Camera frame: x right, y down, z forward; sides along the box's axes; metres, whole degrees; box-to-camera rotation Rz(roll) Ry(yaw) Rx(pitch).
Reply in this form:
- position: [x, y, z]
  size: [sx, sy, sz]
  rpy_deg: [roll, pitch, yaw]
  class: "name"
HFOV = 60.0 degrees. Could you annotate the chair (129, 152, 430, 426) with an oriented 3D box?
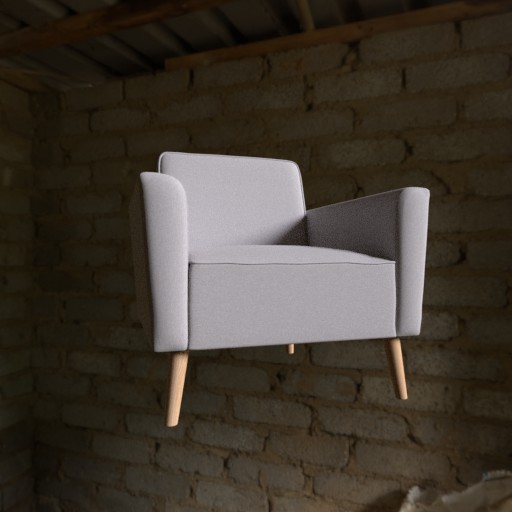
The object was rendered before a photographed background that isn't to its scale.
- position: [0.000, 0.000, 1.440]
  size: [0.780, 0.780, 0.750]
  rpy_deg: [0, 0, -18]
  class: "chair"
